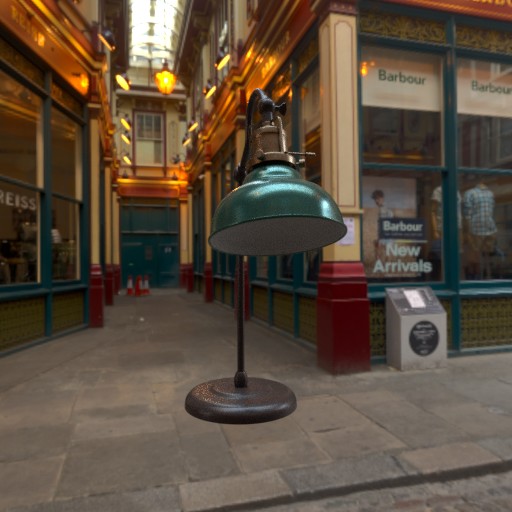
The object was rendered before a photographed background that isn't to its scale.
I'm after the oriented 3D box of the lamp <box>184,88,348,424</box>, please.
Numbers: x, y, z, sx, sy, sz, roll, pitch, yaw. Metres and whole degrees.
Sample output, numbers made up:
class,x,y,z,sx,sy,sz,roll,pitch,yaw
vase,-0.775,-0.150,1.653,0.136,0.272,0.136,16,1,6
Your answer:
class,x,y,z,sx,sy,sz,roll,pitch,yaw
lamp,0.000,0.000,0.677,0.192,0.508,0.374,0,0,-17
